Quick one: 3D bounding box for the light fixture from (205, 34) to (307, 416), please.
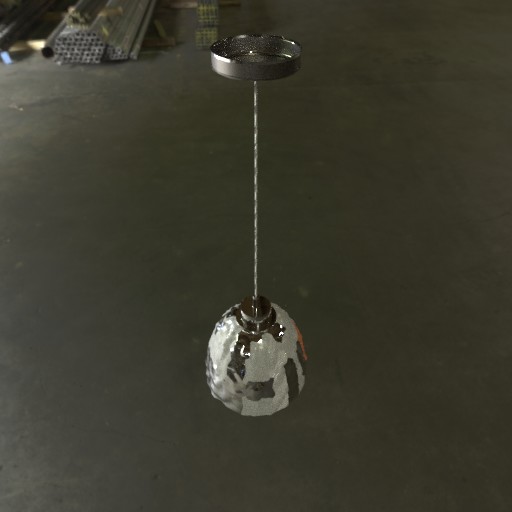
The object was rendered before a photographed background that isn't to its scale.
[{"bbox_3d":[0.000,0.000,1.709,0.496,1.511,0.500,-13,43,-14],"label":"light fixture"}]
